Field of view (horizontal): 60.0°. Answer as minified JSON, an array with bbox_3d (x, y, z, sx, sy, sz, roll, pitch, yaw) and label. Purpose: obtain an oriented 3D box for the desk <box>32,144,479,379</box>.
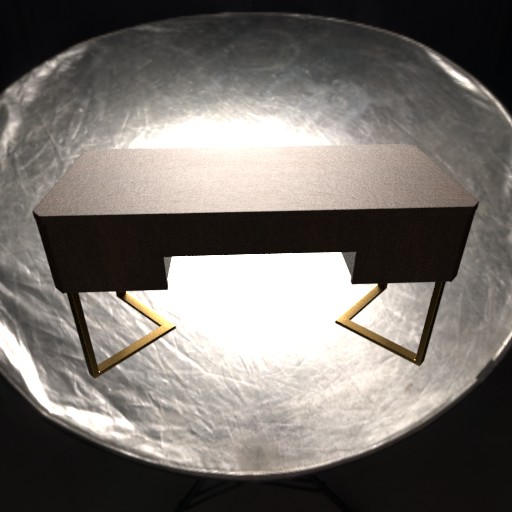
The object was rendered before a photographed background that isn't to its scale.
[{"bbox_3d":[0.000,0.000,1.921,1.479,0.762,0.684,-2,32,-2],"label":"desk"}]
